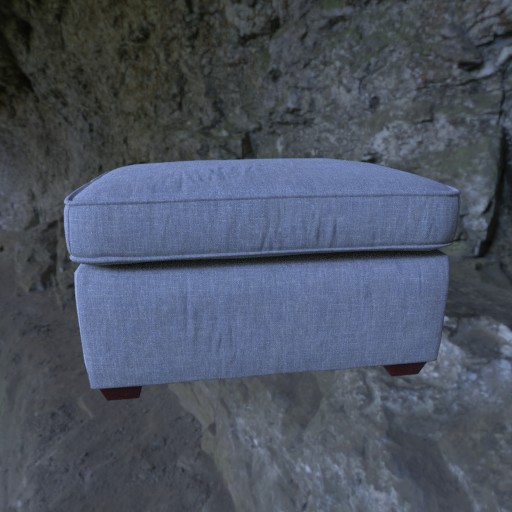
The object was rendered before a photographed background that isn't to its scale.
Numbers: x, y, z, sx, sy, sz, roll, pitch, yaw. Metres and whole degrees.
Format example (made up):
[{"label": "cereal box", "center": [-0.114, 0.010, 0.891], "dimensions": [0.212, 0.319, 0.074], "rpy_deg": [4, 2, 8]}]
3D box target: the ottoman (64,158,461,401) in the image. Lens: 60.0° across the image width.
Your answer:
[{"label": "ottoman", "center": [0.000, 0.000, 1.091], "dimensions": [0.762, 0.457, 0.559], "rpy_deg": [-2, 17, -8]}]
